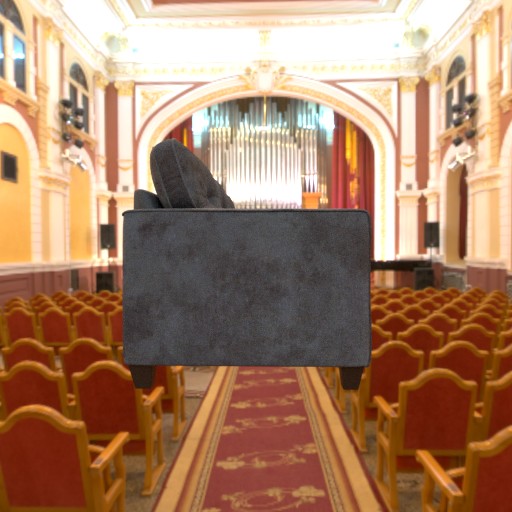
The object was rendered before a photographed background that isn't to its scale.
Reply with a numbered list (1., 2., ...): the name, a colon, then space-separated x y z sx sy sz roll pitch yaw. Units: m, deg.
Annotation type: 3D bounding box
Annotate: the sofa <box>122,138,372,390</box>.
1. sofa: 0.000 0.000 2.658 0.939 0.965 2.133 0 1 2
